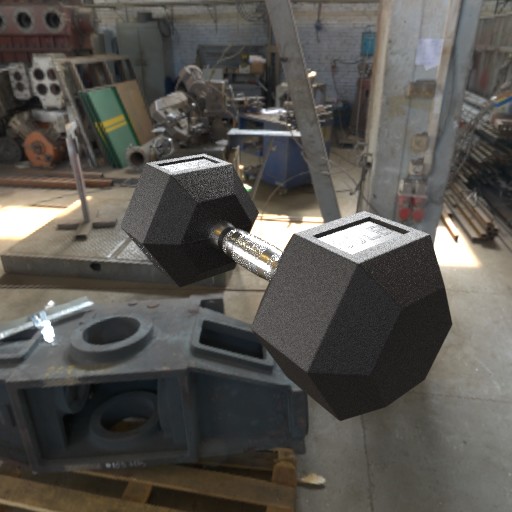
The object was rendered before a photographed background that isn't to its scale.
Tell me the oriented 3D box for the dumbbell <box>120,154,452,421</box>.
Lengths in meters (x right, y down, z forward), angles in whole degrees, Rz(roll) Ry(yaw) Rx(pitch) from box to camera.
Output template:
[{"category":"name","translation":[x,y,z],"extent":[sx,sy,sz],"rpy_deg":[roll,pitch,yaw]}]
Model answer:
[{"category":"dumbbell","translation":[0.000,0.000,0.404],"extent":[0.142,0.123,0.337],"rpy_deg":[-18,32,-33]}]
